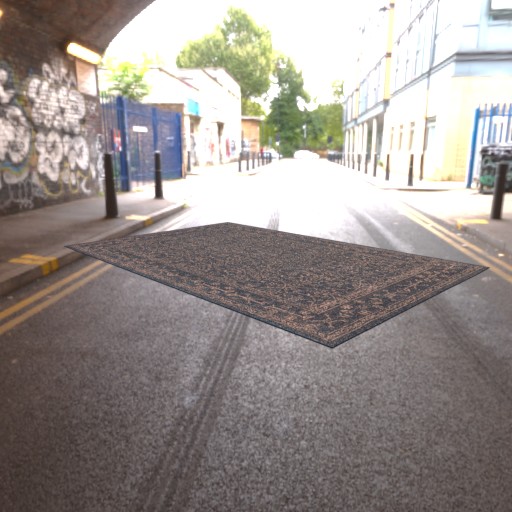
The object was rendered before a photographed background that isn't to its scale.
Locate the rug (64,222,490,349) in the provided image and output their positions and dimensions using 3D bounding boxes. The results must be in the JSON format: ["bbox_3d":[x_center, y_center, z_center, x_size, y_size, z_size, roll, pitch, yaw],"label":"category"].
[{"bbox_3d":[0.000,0.000,2.234,1.200,0.005,1.819,-13,19,-43],"label":"rug"}]
